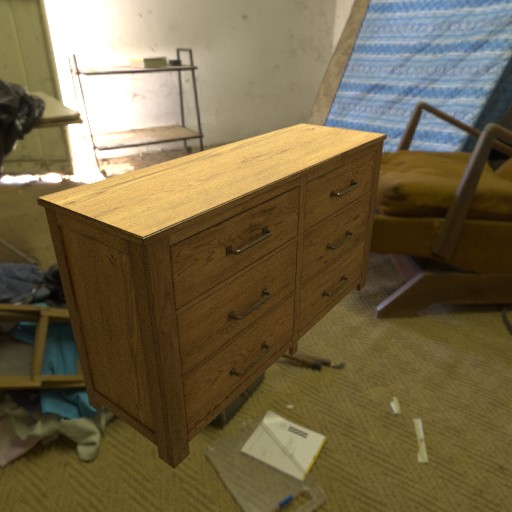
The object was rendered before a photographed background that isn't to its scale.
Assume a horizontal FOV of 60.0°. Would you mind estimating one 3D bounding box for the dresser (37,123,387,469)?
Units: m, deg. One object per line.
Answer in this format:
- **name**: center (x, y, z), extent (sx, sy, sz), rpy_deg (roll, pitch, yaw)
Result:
- **dresser**: center (0.000, 0.000, 2.109), extent (0.563, 0.932, 1.657), rpy_deg (19, 32, 32)
